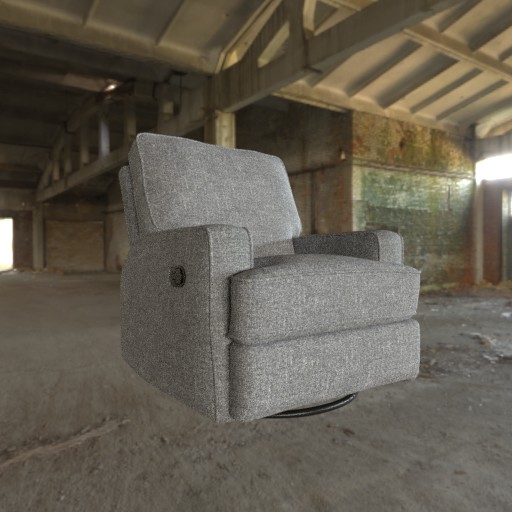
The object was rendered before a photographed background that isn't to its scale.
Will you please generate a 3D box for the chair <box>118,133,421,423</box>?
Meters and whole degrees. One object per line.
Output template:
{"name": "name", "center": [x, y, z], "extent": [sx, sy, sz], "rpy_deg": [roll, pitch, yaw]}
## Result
{"name": "chair", "center": [0.000, 0.000, 1.695], "extent": [0.861, 0.962, 0.964], "rpy_deg": [-1, 1, -36]}
